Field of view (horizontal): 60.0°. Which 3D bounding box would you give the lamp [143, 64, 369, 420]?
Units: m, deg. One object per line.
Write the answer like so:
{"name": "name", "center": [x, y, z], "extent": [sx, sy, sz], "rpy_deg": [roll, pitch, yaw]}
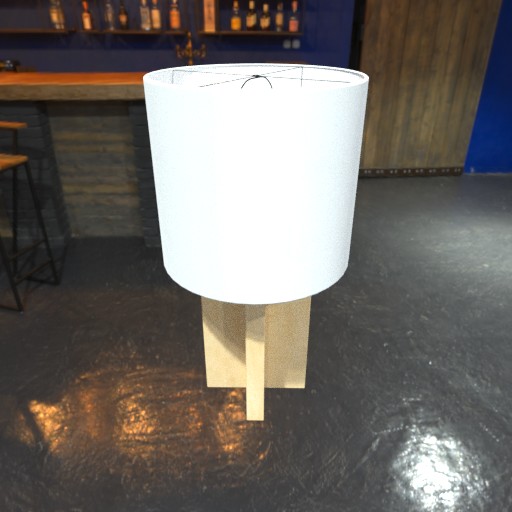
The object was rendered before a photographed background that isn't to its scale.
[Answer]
{"name": "lamp", "center": [0.000, 0.000, 0.560], "extent": [0.229, 0.428, 0.229], "rpy_deg": [0, 28, 1]}
